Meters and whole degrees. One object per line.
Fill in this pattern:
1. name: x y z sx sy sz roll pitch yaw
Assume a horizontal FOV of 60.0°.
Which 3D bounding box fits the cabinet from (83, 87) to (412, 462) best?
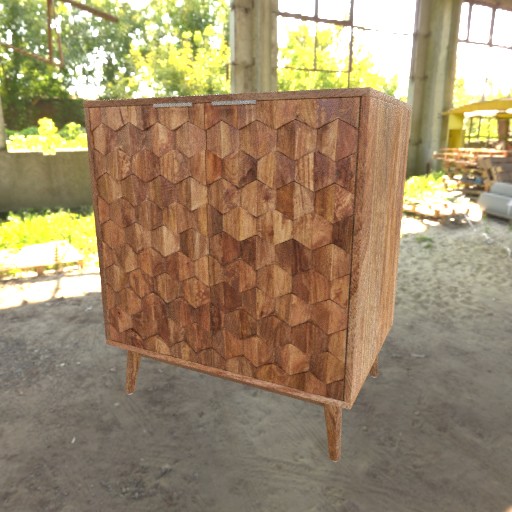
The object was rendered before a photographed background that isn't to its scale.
1. cabinet: 0.000 0.000 1.158 0.647 0.758 0.473 7 17 26
